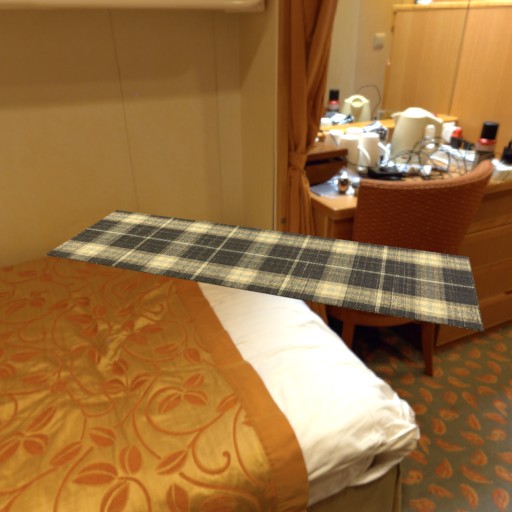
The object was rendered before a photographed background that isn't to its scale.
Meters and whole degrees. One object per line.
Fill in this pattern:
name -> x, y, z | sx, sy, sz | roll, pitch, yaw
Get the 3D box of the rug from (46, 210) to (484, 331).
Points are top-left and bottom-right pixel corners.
rug -> 0.000, 0.000, 2.663 | 2.434, 0.012, 0.760 | 9, 29, 16
